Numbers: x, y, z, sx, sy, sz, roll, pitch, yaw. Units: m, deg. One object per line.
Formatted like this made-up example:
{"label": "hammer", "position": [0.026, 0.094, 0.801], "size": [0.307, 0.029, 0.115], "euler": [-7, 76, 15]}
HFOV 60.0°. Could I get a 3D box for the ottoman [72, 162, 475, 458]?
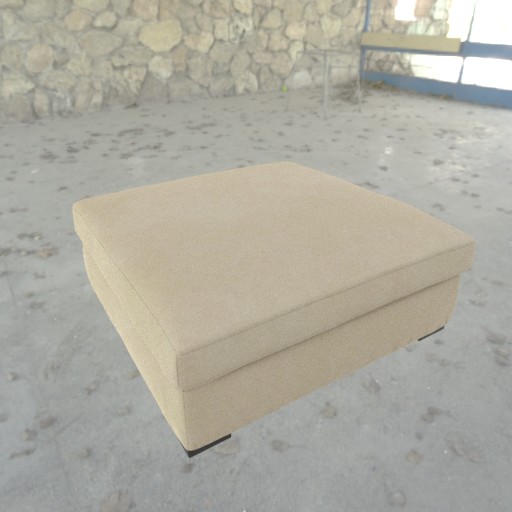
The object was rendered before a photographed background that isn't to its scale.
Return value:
{"label": "ottoman", "position": [0.000, 0.000, 1.848], "size": [1.205, 0.522, 1.190], "euler": [-17, 32, -28]}
